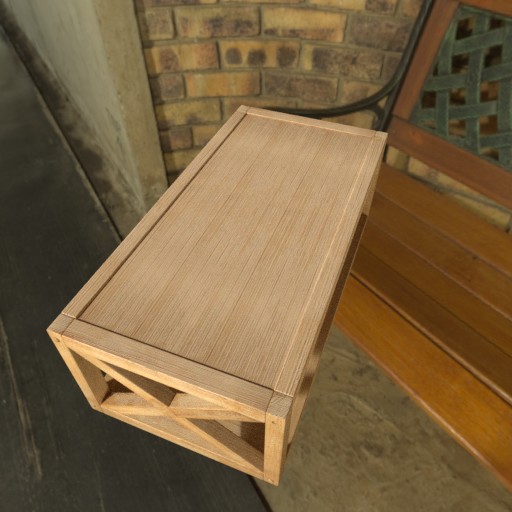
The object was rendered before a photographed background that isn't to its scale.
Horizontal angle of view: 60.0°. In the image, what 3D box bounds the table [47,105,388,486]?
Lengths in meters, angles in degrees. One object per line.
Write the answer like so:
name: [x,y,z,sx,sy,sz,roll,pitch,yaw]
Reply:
table: [0.000,0.000,1.655,0.660,0.457,1.321,16,48,15]
